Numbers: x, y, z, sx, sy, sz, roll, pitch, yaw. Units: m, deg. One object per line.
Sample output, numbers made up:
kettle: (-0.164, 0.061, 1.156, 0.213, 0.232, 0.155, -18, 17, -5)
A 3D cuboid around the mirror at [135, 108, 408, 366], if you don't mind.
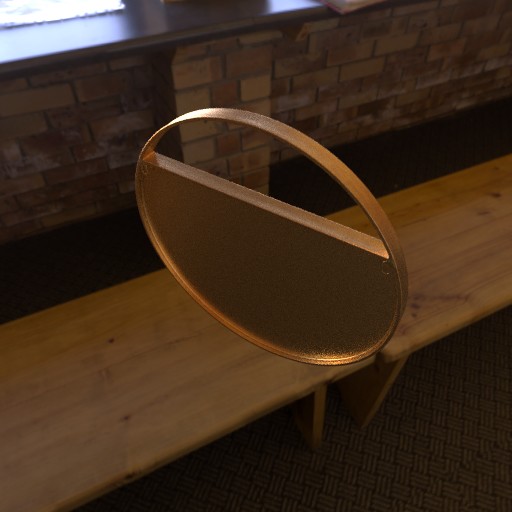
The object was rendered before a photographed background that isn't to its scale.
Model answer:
mirror: (0.000, 0.000, 0.840, 0.565, 0.565, 0.032, 24, 51, 22)
